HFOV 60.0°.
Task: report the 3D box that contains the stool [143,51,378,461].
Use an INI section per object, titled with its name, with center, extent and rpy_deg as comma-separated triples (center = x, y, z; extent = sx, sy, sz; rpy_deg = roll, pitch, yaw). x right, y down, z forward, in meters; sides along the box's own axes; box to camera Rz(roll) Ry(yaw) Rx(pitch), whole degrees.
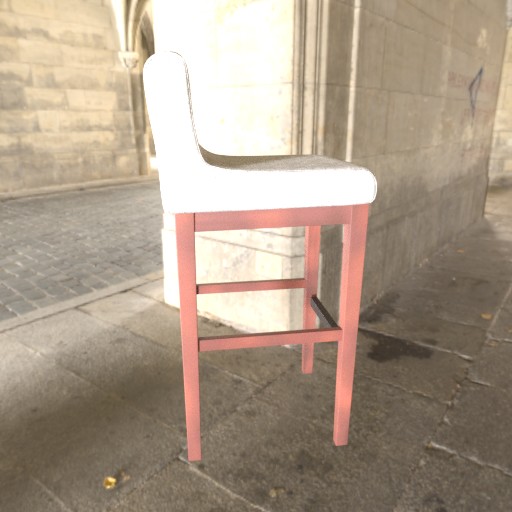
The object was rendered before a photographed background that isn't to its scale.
[stool]
center = 0.000, 0.000, 1.198
extent = 0.499, 0.965, 0.426
rpy_deg = -2, 17, -8
